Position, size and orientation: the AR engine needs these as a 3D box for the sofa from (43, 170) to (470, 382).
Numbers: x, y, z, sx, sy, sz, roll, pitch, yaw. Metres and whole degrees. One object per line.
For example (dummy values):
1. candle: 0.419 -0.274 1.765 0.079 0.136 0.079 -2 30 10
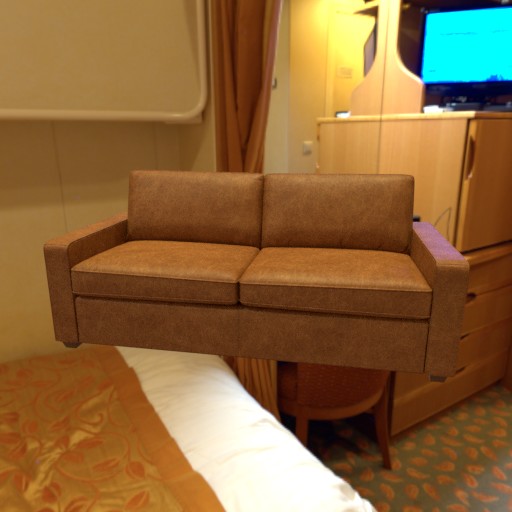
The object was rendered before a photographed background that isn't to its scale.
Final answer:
1. sofa: 0.000 0.000 2.615 2.156 0.928 0.991 3 16 10
